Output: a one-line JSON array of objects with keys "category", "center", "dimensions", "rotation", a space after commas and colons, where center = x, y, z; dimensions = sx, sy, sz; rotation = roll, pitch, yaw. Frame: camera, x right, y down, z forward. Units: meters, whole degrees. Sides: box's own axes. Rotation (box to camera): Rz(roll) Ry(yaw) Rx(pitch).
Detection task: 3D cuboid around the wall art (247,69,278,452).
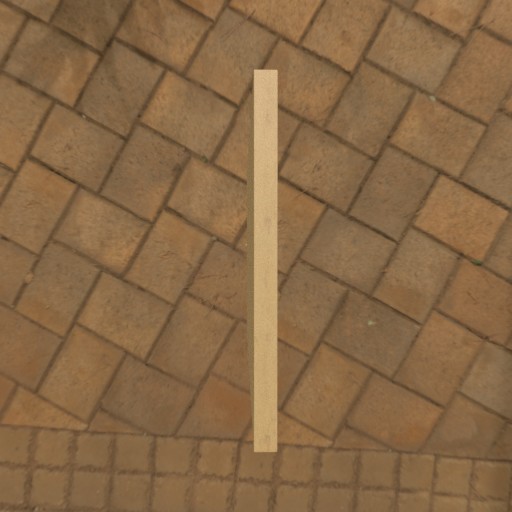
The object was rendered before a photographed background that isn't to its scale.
[{"category": "wall art", "center": [0.000, 0.000, 0.992], "dimensions": [0.039, 0.810, 0.510], "rotation": [0, 91, -1]}]
